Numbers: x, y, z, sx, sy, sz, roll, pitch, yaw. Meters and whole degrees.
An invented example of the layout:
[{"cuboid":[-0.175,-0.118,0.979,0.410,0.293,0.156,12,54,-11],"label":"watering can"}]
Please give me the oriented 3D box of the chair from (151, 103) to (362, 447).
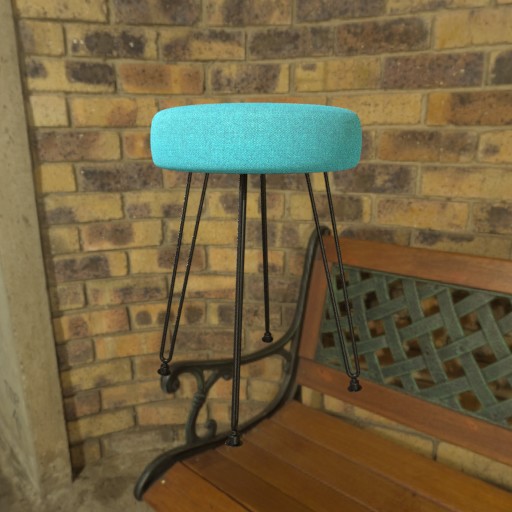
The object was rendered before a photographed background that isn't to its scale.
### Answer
[{"cuboid":[0.000,0.000,0.695,0.350,0.440,0.350,2,15,9],"label":"chair"}]
